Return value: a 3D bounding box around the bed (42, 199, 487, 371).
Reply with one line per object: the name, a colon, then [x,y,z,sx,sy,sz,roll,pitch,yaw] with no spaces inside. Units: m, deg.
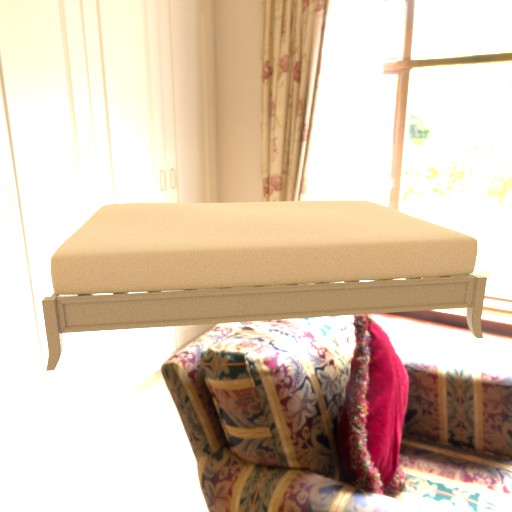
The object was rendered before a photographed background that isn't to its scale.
bed: [0.000,0.000,2.607,1.985,0.510,1.460,-2,16,-8]
